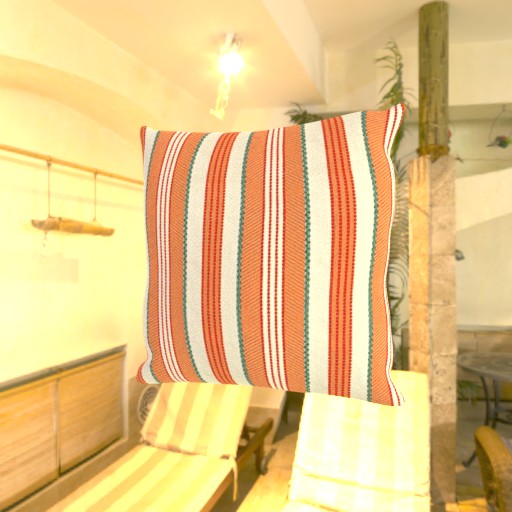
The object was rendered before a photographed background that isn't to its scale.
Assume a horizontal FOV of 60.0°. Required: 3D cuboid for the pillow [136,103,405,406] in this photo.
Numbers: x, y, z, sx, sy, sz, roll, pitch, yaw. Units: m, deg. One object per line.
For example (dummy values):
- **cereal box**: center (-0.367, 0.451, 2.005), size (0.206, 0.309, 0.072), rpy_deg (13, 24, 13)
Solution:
- **pillow**: center (0.000, 0.000, 0.689), size (0.440, 0.441, 0.182), rpy_deg (0, 0, 19)
